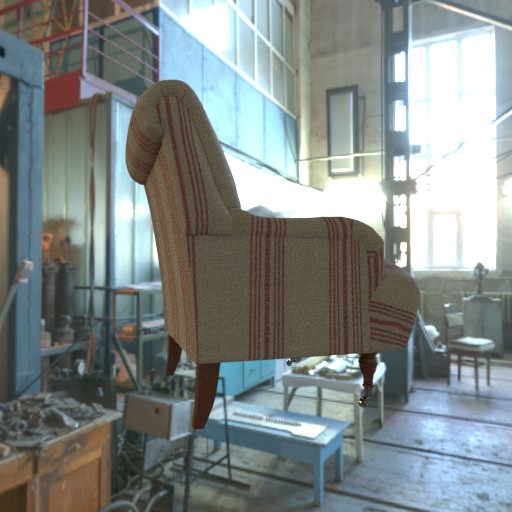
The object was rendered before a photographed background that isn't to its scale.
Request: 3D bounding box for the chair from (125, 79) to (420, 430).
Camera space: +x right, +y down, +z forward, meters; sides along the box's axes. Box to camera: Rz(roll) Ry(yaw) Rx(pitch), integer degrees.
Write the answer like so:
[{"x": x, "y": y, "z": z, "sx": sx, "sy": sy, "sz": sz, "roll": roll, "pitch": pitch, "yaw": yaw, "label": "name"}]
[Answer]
[{"x": 0.000, "y": 0.000, "z": 1.876, "sx": 1.058, "sy": 1.123, "sz": 0.933, "roll": 0, "pitch": -1, "yaw": -18, "label": "chair"}]
